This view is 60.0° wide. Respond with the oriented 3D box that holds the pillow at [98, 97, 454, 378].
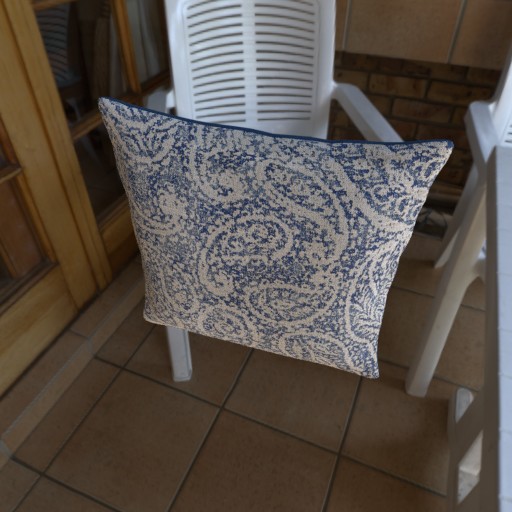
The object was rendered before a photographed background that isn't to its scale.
[{"bbox_3d":[0.000,0.000,0.784,0.523,0.510,0.166,11,43,13],"label":"pillow"}]
